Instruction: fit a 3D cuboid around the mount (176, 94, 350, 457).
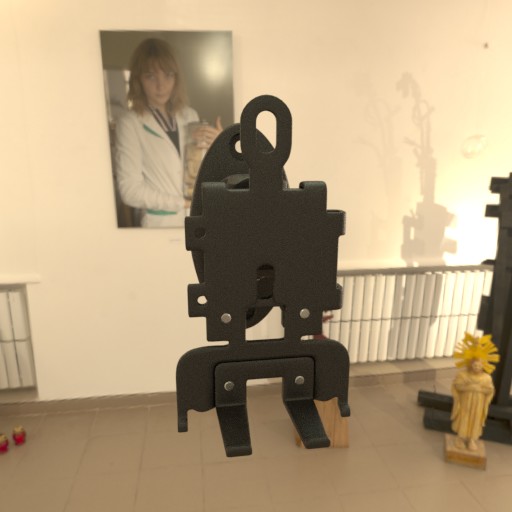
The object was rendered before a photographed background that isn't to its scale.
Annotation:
[{"bbox_3d":[0.000,0.000,0.178,0.066,0.118,0.100,-2,14,-9],"label":"mount"}]
